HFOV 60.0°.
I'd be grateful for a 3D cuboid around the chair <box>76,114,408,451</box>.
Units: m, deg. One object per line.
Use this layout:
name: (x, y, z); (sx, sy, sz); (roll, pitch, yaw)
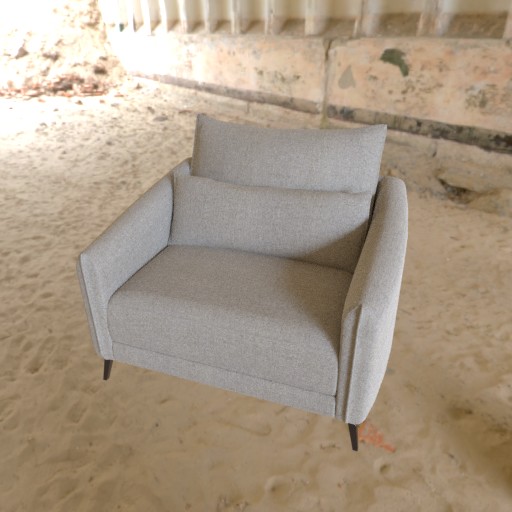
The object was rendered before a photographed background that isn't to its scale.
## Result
chair: (0.000, 0.000, 1.616); (1.029, 0.856, 0.801); (9, 29, 17)
